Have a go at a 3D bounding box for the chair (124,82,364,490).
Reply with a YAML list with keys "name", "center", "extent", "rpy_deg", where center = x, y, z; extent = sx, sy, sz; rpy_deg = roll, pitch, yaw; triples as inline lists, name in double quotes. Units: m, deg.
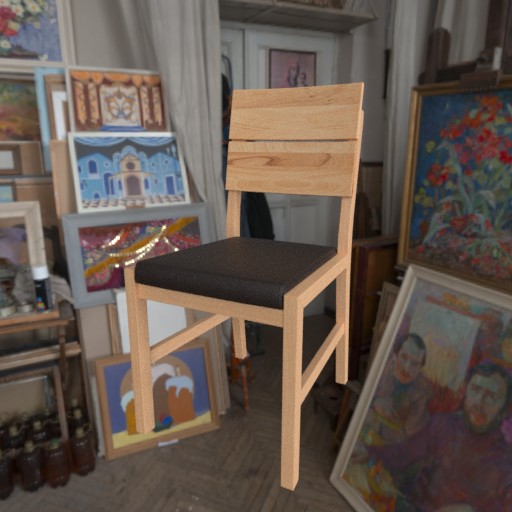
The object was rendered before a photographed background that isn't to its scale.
- name: "chair"
  center: [0.000, 0.000, 1.251]
  extent: [0.475, 0.950, 0.560]
  rpy_deg: [7, 16, 26]
